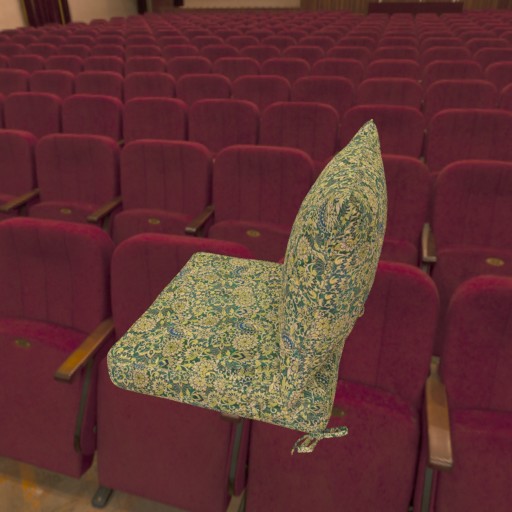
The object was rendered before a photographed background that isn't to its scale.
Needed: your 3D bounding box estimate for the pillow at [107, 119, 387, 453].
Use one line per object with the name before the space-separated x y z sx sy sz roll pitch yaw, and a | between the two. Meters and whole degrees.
pillow | 0.000 0.000 1.372 0.740 0.722 0.798 8 30 14
